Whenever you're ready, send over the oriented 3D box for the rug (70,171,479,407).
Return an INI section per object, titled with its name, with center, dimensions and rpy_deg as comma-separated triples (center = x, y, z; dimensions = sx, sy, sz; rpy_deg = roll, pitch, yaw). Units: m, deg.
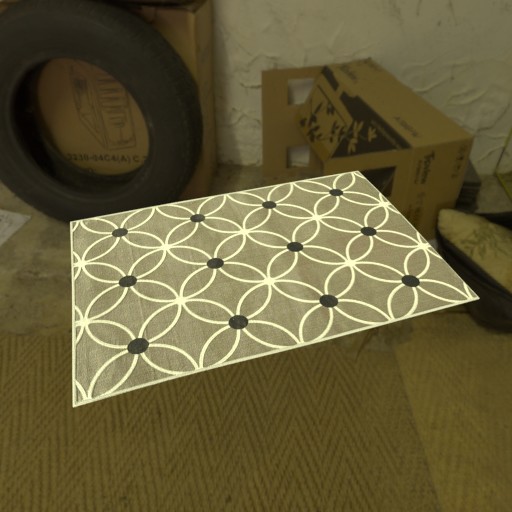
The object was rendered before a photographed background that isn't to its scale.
[rug]
center = 0.000, 0.000, 2.872
dimensions = 2.284, 0.008, 1.522
rpy_deg = -12, 43, -13
